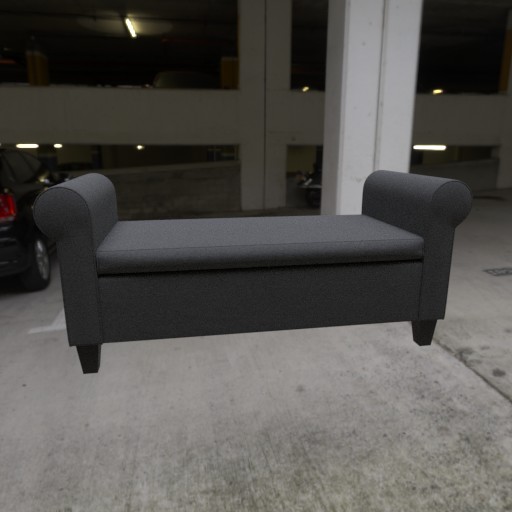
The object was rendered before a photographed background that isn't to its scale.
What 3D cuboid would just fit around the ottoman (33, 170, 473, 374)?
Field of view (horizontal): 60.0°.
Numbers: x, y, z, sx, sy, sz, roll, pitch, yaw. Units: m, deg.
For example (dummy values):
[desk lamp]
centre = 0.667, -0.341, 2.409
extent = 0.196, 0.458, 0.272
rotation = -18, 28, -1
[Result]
[ottoman]
centre = 0.000, 0.000, 1.535
extent = 1.256, 0.547, 0.521
rotation = -2, 15, -10
